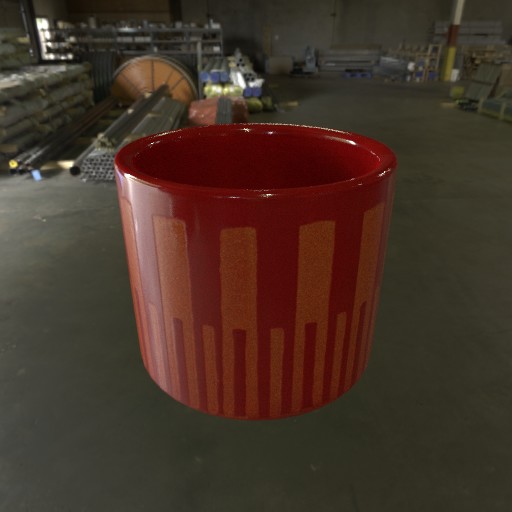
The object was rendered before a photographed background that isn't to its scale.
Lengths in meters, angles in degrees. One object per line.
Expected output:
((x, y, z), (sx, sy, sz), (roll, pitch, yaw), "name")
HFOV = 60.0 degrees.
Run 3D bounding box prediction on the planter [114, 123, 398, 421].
((0.000, 0.000, 0.415), (0.230, 0.202, 0.230), (0, 27, 0), "planter")
